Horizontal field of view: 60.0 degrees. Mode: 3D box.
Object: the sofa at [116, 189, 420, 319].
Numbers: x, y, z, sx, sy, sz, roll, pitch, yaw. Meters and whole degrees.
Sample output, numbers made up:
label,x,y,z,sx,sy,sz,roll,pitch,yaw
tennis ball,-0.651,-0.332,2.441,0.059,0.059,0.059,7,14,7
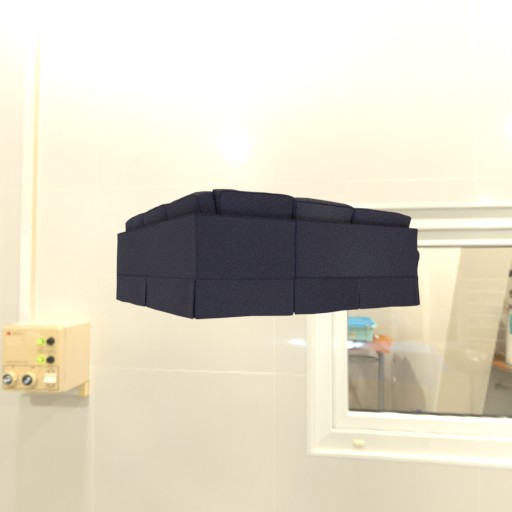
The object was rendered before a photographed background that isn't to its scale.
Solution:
label,x,y,z,sx,sy,sz,roll,pitch,yaw
sofa,0.000,0.000,5.079,3.773,1.169,2.874,0,-2,1
